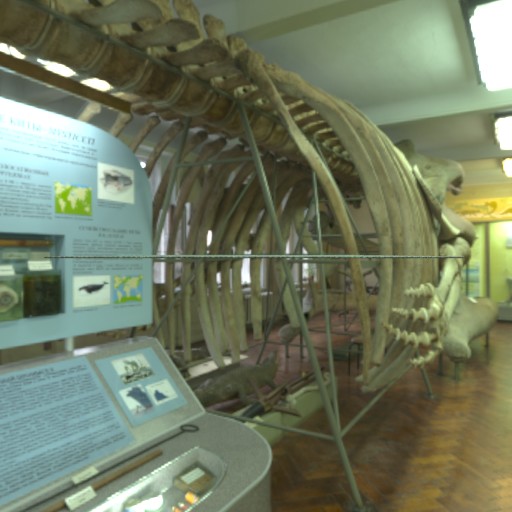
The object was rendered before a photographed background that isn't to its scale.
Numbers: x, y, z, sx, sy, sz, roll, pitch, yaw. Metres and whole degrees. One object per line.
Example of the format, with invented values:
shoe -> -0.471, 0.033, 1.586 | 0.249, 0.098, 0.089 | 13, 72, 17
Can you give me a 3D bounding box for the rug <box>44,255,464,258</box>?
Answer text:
rug -> 0.000, 0.000, 4.992 | 2.894, 0.011, 3.957 | 0, 0, 1
